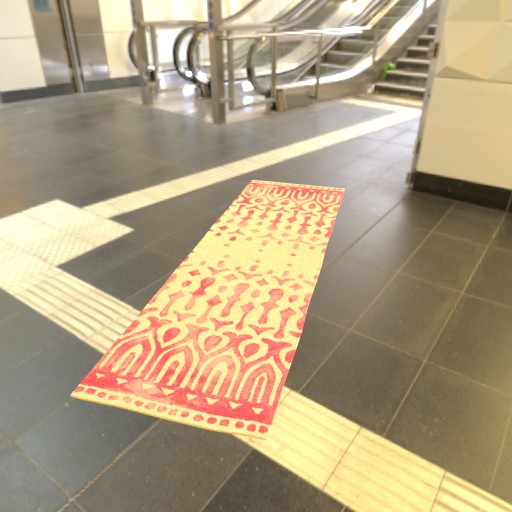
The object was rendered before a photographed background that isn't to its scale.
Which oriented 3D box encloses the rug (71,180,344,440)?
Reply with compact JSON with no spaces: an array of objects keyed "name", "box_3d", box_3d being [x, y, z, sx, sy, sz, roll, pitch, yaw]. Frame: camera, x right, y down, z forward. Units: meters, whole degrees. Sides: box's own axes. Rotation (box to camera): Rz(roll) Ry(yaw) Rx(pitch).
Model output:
[{"name":"rug","box_3d":[0.000,0.000,2.627,0.787,0.011,2.458,8,31,14]}]
